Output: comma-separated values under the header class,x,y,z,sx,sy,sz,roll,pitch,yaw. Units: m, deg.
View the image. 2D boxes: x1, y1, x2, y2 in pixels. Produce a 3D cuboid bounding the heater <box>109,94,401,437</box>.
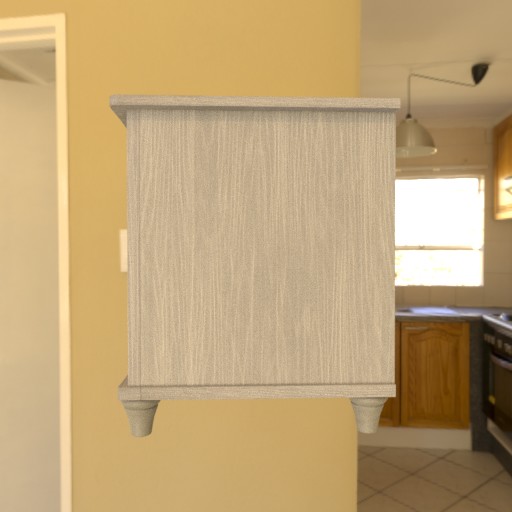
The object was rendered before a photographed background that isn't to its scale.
class,x,y,z,sx,sy,sz,roll,pitch,yaw
heater,0.000,0.000,0.746,0.400,0.481,0.362,0,1,-2
